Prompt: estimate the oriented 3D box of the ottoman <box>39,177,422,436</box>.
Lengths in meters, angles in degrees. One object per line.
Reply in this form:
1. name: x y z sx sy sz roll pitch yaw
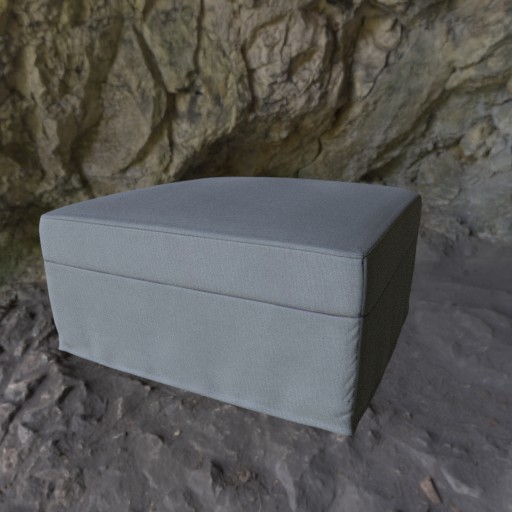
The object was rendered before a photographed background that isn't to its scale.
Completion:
1. ottoman: 0.000 0.000 1.323 0.843 0.441 0.842 8 18 25
